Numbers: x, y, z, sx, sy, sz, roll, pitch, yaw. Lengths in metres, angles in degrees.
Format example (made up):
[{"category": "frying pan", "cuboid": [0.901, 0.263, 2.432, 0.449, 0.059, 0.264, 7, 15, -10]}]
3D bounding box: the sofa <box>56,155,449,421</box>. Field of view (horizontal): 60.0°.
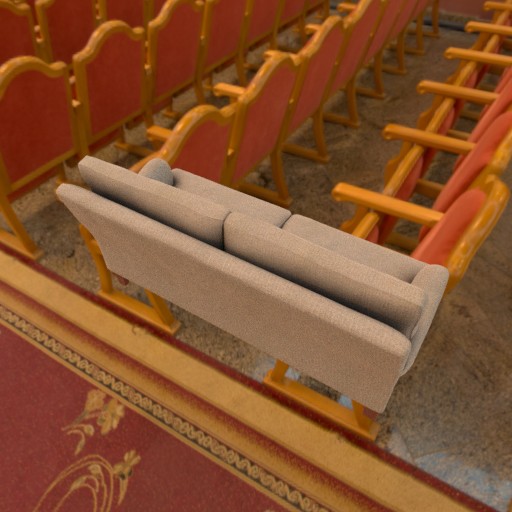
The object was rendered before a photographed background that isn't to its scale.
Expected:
[{"category": "sofa", "cuboid": [0.000, 0.000, 2.819, 2.193, 1.096, 1.069, 24, 50, 22]}]
